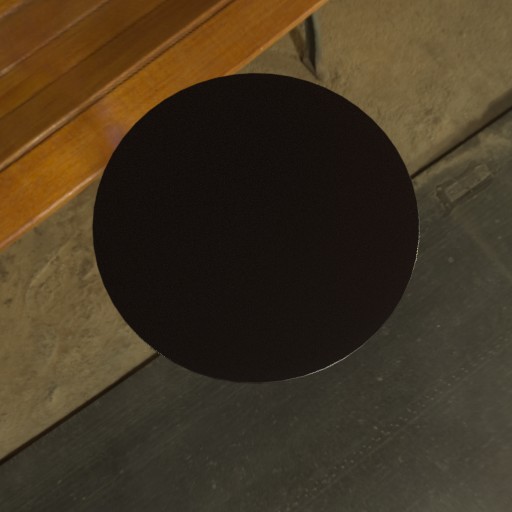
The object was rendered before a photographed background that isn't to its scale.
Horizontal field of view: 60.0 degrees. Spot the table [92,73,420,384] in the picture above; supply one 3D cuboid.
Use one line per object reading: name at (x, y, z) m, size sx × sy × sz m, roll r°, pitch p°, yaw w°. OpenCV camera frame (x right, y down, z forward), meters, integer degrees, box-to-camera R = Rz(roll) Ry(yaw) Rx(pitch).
table at (0.000, 0.000, 1.107) m, size 0.597 × 0.618 × 0.597 m, roll 0°, pitch 76°, yaw 0°
